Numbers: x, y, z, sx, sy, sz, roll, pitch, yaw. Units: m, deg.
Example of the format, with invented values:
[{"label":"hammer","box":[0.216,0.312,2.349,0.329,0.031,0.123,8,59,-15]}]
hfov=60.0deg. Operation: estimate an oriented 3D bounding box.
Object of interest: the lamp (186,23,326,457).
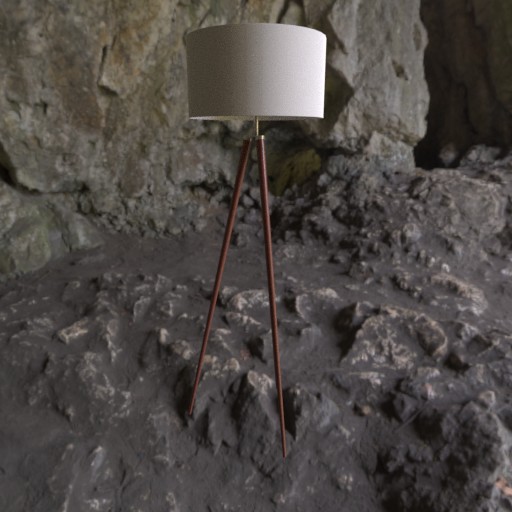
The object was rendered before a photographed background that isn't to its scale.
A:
[{"label":"lamp","box":[0.000,0.000,1.742,0.483,1.553,0.483,-8,17,-26]}]
